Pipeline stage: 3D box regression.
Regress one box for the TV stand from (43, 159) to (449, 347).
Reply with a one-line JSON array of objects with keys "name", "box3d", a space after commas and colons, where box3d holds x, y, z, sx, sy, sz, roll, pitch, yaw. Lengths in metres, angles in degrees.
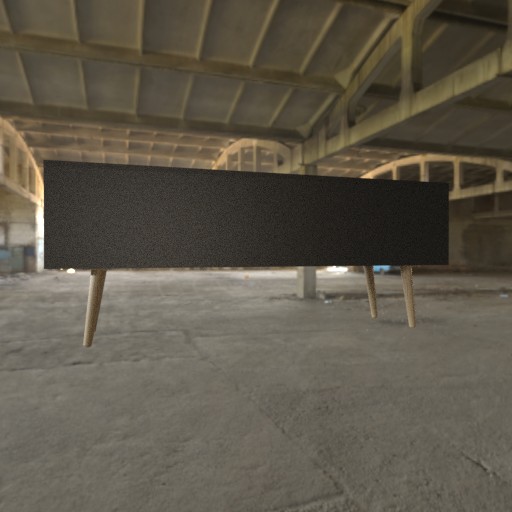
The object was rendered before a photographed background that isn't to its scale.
[{"name": "TV stand", "box3d": [0.000, 0.000, 1.562, 1.312, 0.518, 0.390, 0, 0, -17]}]
